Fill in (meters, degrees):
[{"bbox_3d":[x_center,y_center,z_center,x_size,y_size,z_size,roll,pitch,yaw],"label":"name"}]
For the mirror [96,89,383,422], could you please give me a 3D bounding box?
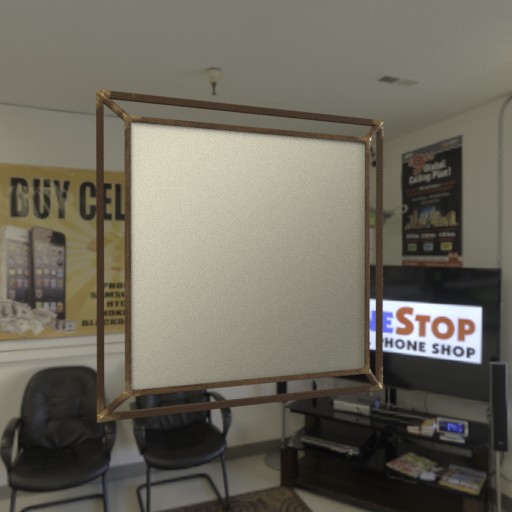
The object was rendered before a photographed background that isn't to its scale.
[{"bbox_3d":[0.000,0.000,0.900,0.610,0.610,0.032,0,0,-18],"label":"mirror"}]
